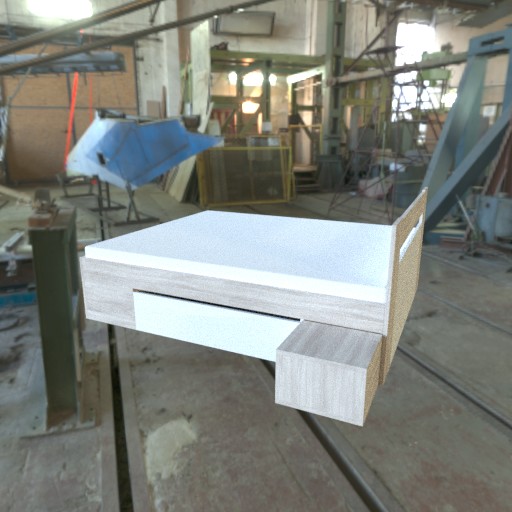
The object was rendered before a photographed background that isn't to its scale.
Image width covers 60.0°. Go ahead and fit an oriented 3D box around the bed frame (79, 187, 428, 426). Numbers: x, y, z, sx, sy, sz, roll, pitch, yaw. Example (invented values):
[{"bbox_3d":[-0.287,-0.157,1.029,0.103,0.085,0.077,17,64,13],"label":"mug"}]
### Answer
[{"bbox_3d":[0.000,0.000,3.157,2.050,0.860,2.040,7,17,24],"label":"bed frame"}]
